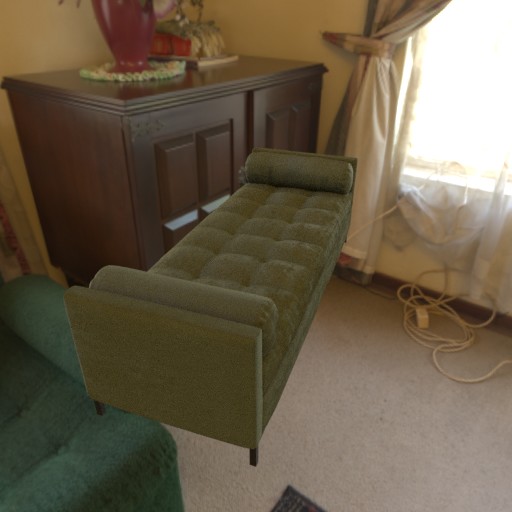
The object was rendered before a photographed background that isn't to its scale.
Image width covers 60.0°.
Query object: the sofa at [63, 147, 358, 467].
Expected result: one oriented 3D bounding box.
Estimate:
[{"bbox_3d":[0.000,0.000,2.531,0.817,0.681,2.130,10,31,17],"label":"sofa"}]
